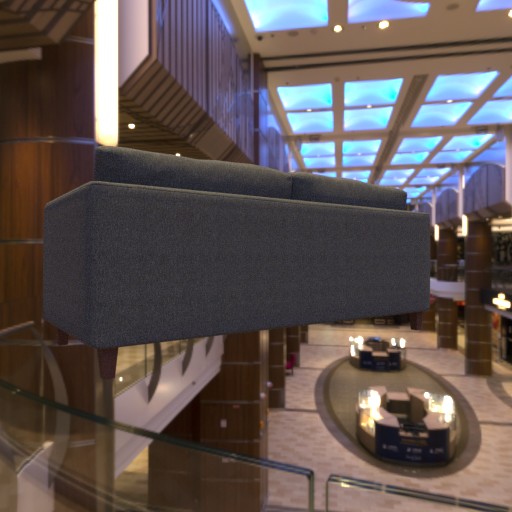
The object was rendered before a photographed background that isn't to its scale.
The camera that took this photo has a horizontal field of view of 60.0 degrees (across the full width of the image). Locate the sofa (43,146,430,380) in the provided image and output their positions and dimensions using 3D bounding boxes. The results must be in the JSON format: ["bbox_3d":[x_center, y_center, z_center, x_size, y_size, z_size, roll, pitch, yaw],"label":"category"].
[{"bbox_3d":[0.000,0.000,2.665,2.208,0.965,0.948,0,0,-35],"label":"sofa"}]
